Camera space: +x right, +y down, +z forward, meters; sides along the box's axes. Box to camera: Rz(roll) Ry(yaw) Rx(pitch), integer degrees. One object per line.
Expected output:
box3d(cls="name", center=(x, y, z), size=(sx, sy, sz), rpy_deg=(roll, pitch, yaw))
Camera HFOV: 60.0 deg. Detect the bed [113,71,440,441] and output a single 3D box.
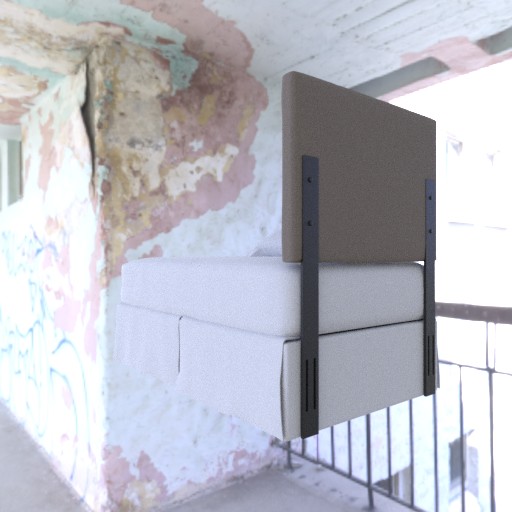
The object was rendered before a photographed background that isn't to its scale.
box3d(cls="bed", center=(0.000, 0.000, 2.979), size=(1.261, 1.571, 1.997), rpy_deg=(0, 0, -38))
